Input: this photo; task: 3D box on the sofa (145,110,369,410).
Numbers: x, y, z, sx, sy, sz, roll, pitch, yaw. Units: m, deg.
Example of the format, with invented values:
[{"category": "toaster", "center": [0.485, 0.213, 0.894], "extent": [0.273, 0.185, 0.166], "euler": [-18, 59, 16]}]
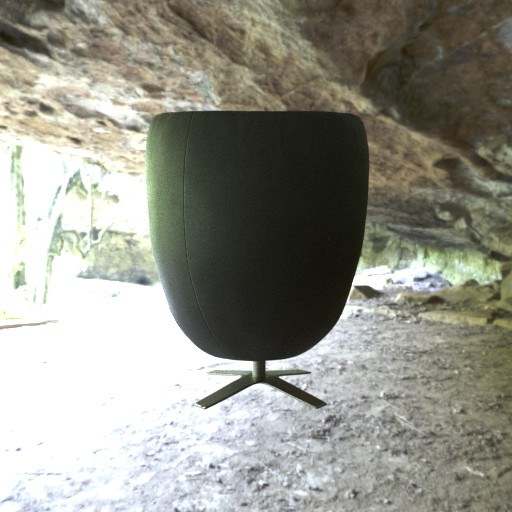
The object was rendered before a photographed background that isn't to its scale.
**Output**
[{"category": "sofa", "center": [0.000, 0.000, 2.144], "extent": [0.894, 1.135, 1.444], "euler": [0, 1, -1]}]
